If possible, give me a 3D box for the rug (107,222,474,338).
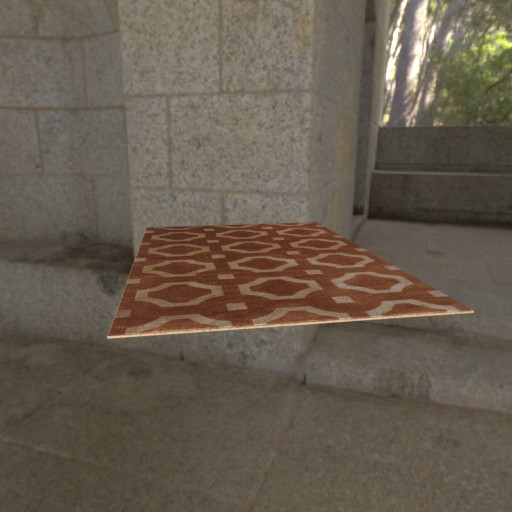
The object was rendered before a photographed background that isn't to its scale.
[{"bbox_3d":[0.000,0.000,2.912,1.555,0.016,2.286,-2,14,-10],"label":"rug"}]
